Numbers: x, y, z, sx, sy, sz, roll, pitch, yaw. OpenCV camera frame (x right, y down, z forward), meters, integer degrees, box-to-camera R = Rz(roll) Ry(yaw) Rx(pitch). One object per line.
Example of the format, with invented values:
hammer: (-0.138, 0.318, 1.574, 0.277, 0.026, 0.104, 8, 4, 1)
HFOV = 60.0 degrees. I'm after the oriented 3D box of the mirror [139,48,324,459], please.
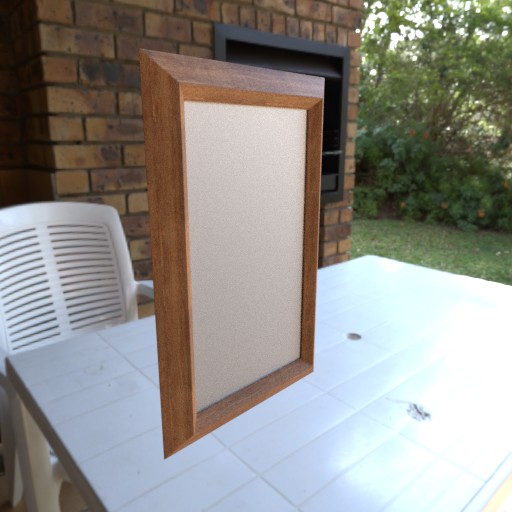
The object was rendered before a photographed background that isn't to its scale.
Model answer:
mirror: (0.000, 0.000, 1.261, 0.047, 1.010, 0.651, 14, 20, 43)
